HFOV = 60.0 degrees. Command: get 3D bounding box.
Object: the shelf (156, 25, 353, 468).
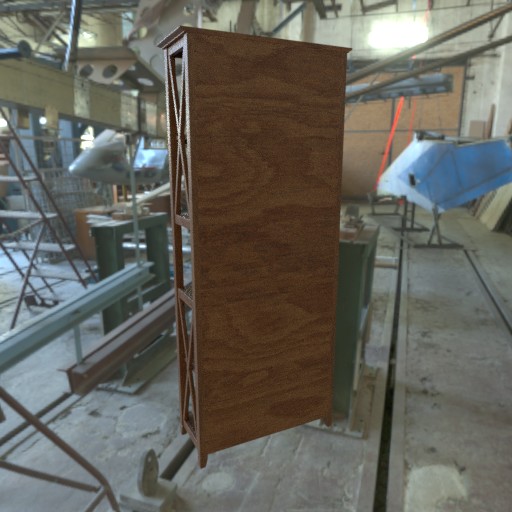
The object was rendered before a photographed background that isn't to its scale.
[{"bbox_3d":[0.000,0.000,2.177,0.805,1.905,0.335,-6,14,-26],"label":"shelf"}]
